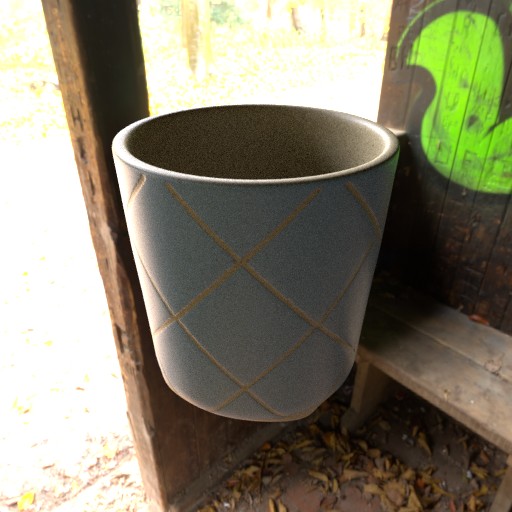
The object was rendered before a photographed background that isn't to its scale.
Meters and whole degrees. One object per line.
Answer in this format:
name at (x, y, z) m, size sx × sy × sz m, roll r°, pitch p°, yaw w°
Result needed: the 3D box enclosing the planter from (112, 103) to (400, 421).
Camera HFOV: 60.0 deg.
planter at (0.000, 0.000, 0.422) m, size 0.227 × 0.235 × 0.227 m, roll 0°, pitch 31°, yaw 0°
